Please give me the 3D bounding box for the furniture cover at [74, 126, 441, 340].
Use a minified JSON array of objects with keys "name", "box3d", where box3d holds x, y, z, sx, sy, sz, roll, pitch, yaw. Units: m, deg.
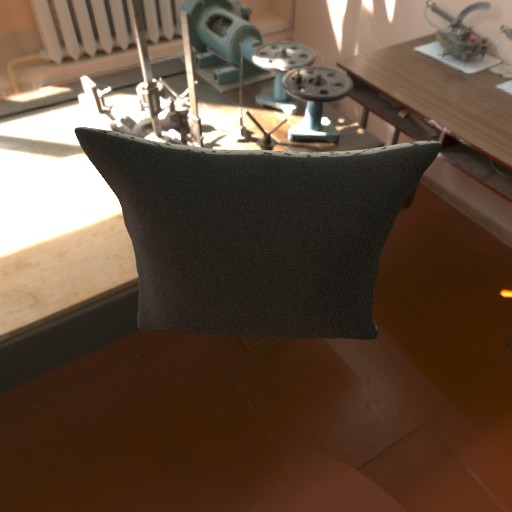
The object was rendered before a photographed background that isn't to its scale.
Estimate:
[{"name":"furniture cover","box3d":[0.000,0.000,0.798,0.525,0.498,0.180,2,46,2]}]
